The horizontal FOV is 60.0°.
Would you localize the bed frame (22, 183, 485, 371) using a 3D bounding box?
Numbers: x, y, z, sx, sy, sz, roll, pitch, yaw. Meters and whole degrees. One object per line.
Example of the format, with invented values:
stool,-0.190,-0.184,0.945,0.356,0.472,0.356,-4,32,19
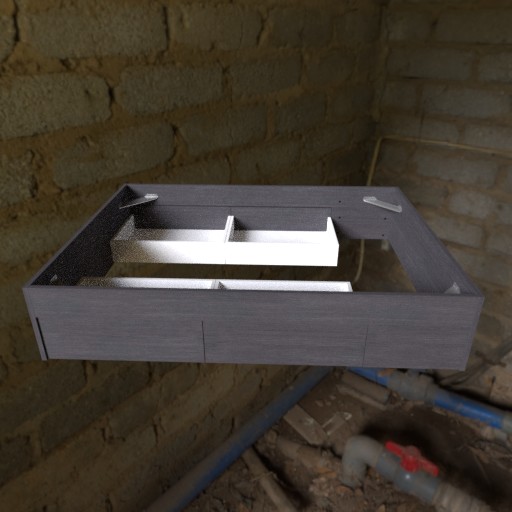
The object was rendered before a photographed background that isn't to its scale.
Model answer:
bed frame,0.000,0.000,2.593,1.944,0.459,1.448,1,27,2
